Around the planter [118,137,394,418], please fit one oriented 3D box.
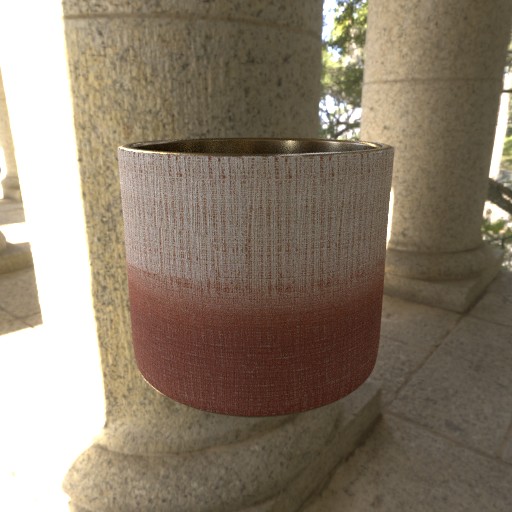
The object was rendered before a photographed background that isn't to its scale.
[{"bbox_3d":[0.000,0.000,0.448,0.254,0.221,0.254,0,18,0],"label":"planter"}]
